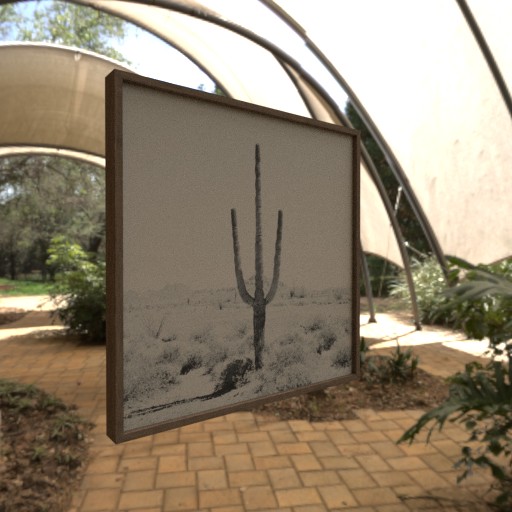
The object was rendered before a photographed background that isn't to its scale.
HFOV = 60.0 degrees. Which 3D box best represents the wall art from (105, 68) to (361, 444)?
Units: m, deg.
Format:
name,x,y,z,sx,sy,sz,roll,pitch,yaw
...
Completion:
name,x,y,z,sx,sy,sz,roll,pitch,yaw
wall art,0.000,0.000,0.768,0.508,0.508,0.038,-1,1,-37
